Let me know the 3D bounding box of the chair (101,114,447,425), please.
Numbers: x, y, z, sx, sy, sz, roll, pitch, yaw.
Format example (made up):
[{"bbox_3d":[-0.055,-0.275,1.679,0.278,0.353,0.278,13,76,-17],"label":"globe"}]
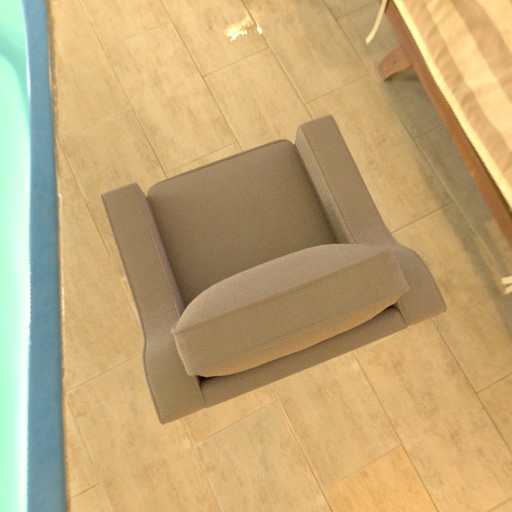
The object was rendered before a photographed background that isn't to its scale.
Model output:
[{"bbox_3d":[0.000,0.000,1.688,0.922,0.948,0.882,-20,77,-5],"label":"chair"}]
